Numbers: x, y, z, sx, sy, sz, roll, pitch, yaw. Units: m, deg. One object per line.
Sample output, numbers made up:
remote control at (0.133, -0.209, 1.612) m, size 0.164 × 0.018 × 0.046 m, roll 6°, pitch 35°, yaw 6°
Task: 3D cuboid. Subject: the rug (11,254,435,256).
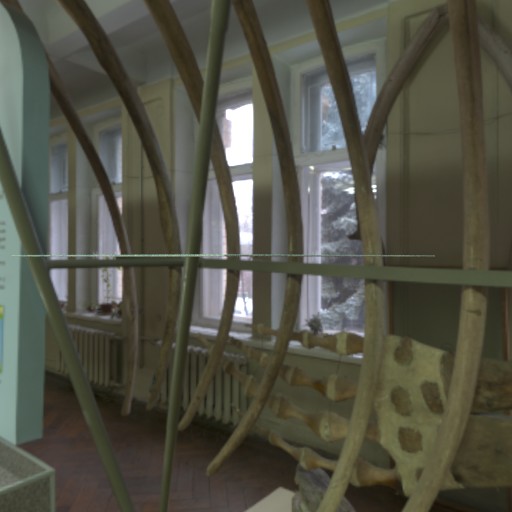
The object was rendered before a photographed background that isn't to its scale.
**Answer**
rug at (0.000, 0.000, 2.794) m, size 1.522 × 0.006 × 2.286 m, roll 0°, pitch 0°, yaw 38°
